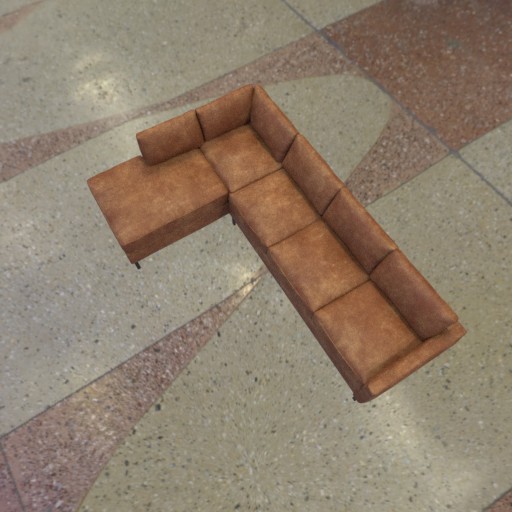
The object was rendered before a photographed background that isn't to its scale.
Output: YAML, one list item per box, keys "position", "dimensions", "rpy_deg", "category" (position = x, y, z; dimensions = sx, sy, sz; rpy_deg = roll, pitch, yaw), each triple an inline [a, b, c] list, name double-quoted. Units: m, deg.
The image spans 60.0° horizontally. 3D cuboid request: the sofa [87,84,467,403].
- position: [0.000, 0.000, 3.863]
  dimensions: [1.938, 0.877, 2.984]
  rpy_deg: [-29, 67, -14]
  category: "sofa"
